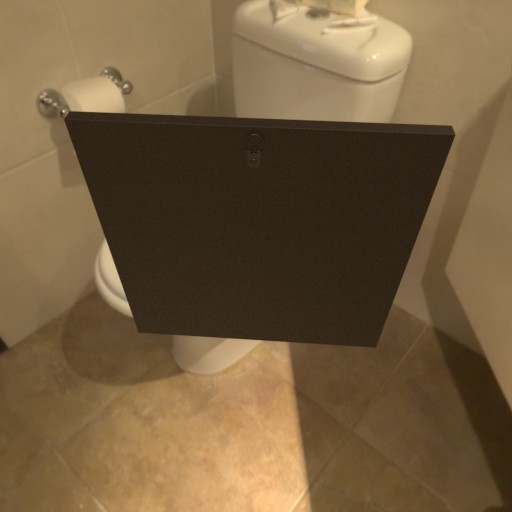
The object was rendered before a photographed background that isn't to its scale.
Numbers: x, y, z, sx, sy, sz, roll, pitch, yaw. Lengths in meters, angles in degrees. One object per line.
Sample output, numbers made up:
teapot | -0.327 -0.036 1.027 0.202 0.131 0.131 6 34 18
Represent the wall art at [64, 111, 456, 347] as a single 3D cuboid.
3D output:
wall art | 0.000 0.000 1.212 0.805 0.807 0.043 3 47 3
